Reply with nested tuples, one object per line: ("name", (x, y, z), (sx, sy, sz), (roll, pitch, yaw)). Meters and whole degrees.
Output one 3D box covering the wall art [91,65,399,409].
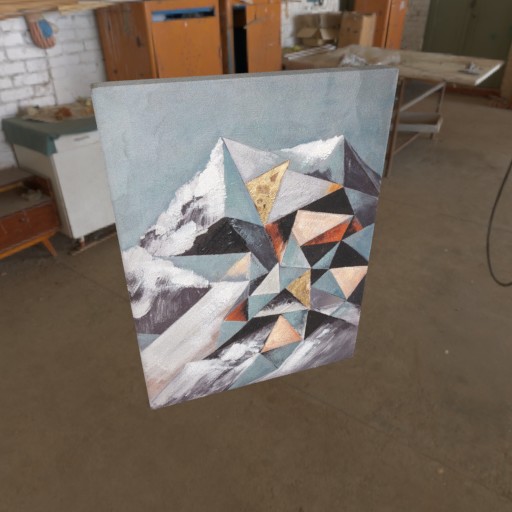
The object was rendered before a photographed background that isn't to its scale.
("wall art", (0.000, 0.000, 0.798), (0.455, 0.613, 0.037), (-10, 34, -16))
